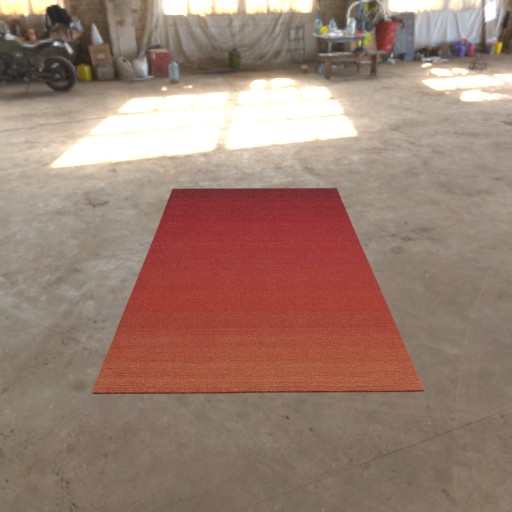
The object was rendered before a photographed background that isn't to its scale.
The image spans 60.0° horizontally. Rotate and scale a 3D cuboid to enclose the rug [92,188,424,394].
[{"bbox_3d":[0.000,0.000,3.079,1.531,0.010,2.442,0,31,0],"label":"rug"}]
